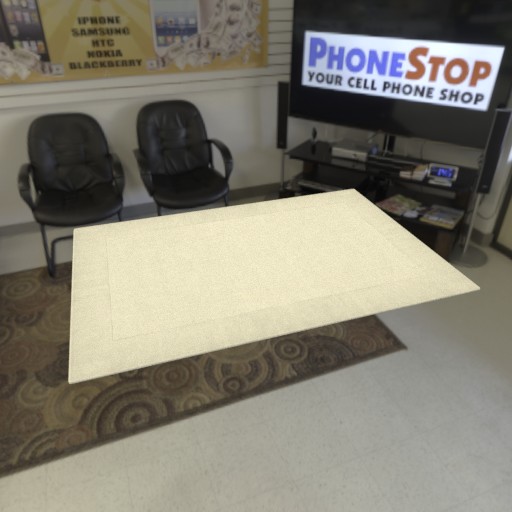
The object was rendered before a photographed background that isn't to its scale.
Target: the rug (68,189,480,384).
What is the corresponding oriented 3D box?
[{"bbox_3d":[0.000,0.000,2.331,1.829,0.013,1.219,-10,34,-15],"label":"rug"}]
